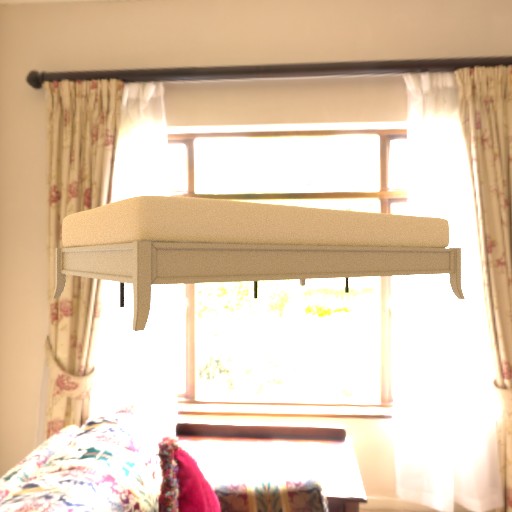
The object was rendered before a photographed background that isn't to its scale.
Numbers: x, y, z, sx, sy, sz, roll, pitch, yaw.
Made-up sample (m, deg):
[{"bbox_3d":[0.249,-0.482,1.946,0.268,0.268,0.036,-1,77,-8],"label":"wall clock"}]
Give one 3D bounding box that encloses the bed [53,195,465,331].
[{"bbox_3d":[0.000,0.000,2.643,1.985,0.510,1.460,0,0,-35],"label":"bed"}]
